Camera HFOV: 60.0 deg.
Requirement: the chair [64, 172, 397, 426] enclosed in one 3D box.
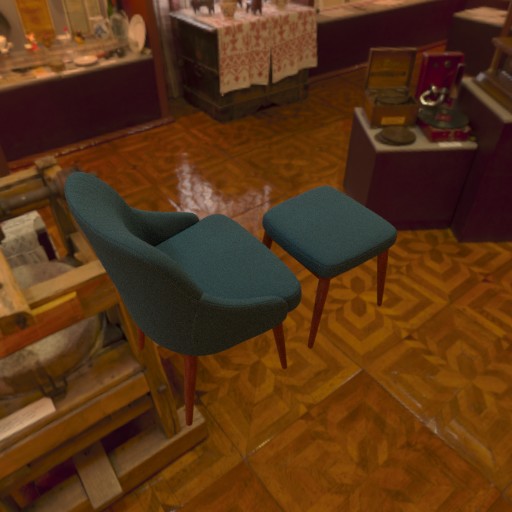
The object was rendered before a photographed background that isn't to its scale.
[{"bbox_3d":[0.000,0.000,1.615,1.114,0.866,0.584,-25,46,-26],"label":"chair"}]
